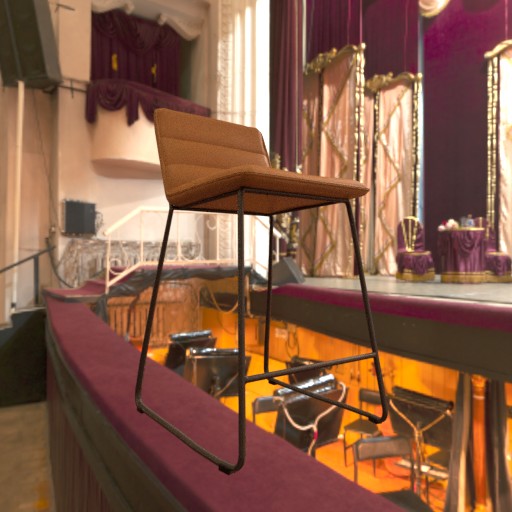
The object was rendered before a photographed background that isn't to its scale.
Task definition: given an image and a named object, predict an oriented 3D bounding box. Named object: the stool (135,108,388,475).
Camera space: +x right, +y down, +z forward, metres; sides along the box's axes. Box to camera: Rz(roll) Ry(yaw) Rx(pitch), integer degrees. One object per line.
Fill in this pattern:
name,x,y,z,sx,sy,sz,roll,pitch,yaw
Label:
stool,0.000,0.000,1.198,0.489,0.866,0.524,0,0,-36
